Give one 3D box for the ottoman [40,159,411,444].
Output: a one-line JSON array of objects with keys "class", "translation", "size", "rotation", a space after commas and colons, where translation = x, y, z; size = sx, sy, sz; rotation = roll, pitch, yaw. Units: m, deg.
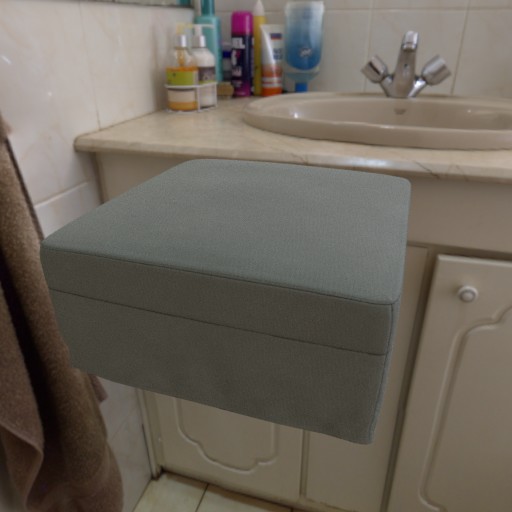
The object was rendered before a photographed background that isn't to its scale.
[{"class": "ottoman", "translation": [0.000, 0.000, 1.336], "size": [0.842, 0.441, 0.843], "rotation": [9, 28, 17]}]
